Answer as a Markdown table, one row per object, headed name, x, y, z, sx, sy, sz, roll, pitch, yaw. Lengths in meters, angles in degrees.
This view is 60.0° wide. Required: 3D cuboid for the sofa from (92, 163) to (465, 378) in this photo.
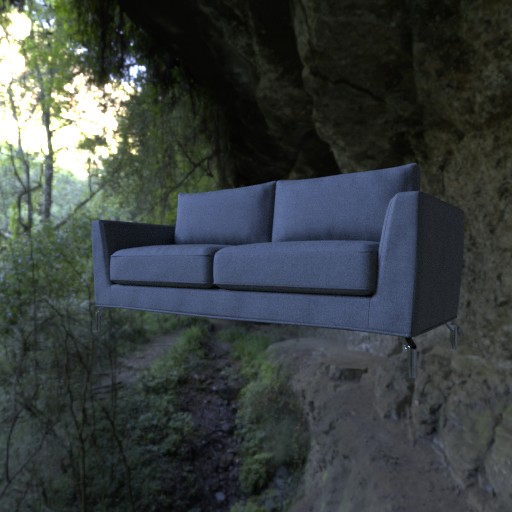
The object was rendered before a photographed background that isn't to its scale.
| name | x | y | z | sx | sy | sz | roll | pitch | yaw |
| --- | --- | --- | --- | --- | --- | --- | --- | --- | --- |
| sofa | 0.000 | 0.000 | 2.718 | 2.212 | 1.002 | 0.869 | -1 | -1 | 36 |
